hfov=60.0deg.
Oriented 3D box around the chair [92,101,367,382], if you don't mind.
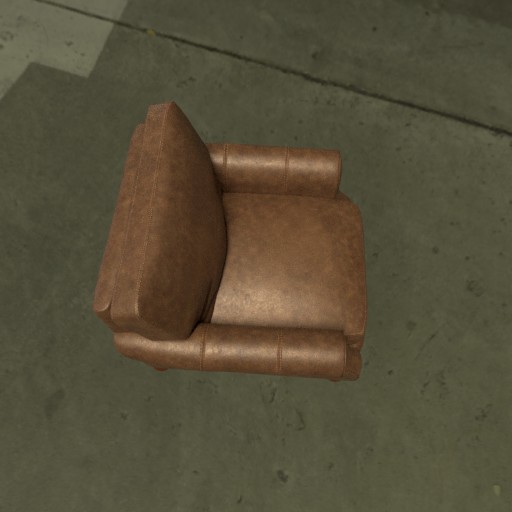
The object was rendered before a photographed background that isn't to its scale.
[{"bbox_3d":[0.000,0.000,1.838,1.002,0.976,0.996,3,64,2],"label":"chair"}]
